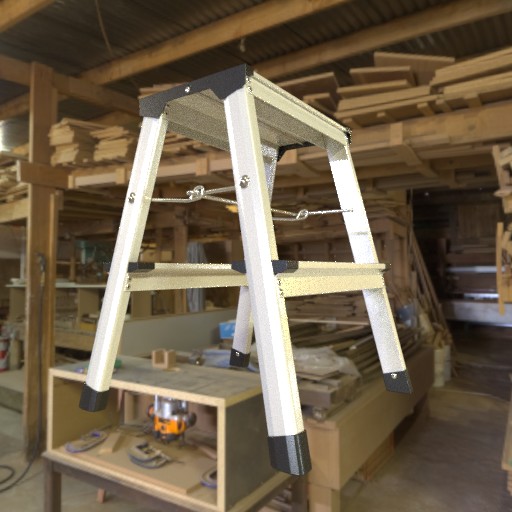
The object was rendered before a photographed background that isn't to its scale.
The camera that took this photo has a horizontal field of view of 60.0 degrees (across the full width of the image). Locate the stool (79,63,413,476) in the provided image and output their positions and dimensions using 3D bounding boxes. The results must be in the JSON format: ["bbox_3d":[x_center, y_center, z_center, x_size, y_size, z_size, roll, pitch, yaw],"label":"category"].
[{"bbox_3d":[0.000,0.000,0.749,0.405,0.480,0.404,-1,-2,35],"label":"stool"}]
